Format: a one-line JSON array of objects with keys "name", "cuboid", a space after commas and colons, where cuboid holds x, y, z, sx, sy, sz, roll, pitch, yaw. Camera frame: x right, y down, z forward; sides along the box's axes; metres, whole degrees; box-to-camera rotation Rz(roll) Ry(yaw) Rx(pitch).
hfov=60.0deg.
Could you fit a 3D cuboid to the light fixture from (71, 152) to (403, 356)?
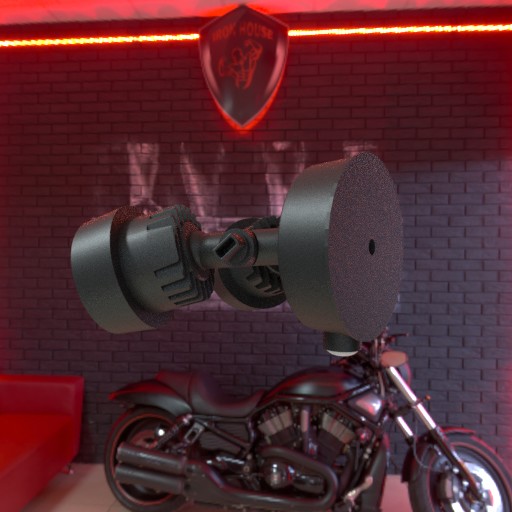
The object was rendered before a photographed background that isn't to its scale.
[{"name": "light fixture", "cuboid": [0.000, 0.000, 0.307, 0.168, 0.120, 0.213, 0, 1, 37]}]
